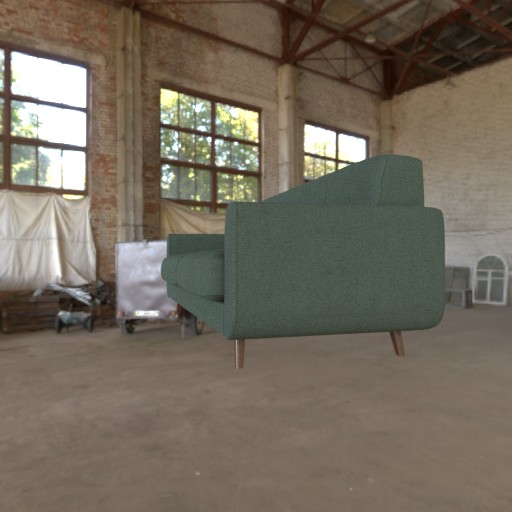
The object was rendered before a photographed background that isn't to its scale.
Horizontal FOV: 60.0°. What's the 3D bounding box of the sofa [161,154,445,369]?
[{"bbox_3d":[0.000,0.000,2.539,0.909,0.841,2.029,0,-1,-17],"label":"sofa"}]
